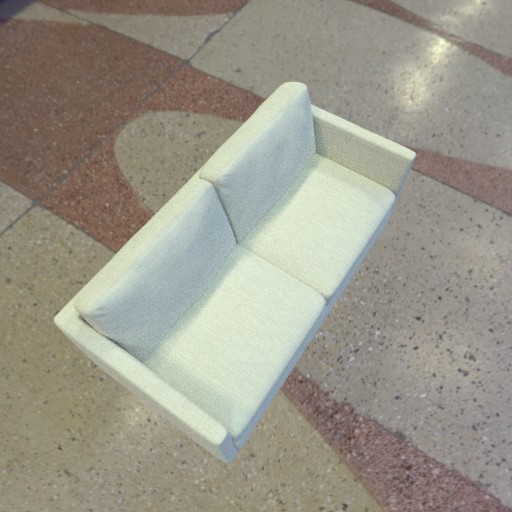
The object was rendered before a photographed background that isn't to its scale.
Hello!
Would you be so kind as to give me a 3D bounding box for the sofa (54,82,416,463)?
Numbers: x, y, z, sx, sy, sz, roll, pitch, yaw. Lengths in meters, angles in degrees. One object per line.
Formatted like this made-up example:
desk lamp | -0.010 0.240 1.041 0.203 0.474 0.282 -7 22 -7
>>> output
sofa | 0.000 0.000 2.423 0.950 0.963 1.838 31 64 17
